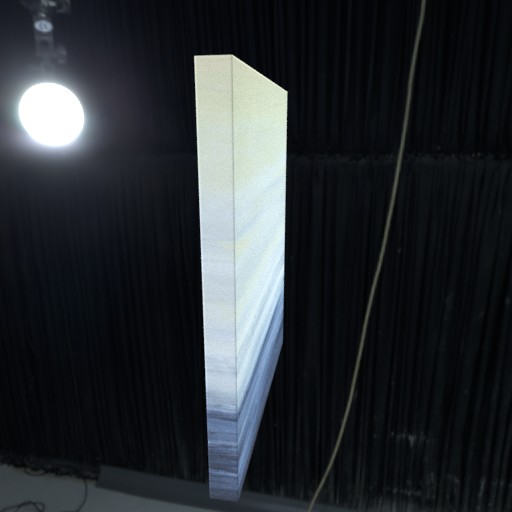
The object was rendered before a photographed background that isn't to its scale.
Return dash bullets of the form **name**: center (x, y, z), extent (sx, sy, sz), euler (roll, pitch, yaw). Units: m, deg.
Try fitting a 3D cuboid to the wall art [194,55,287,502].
- **wall art**: center (0.000, 0.000, 0.688), extent (0.037, 0.511, 0.435), euler (3, 16, 10)
